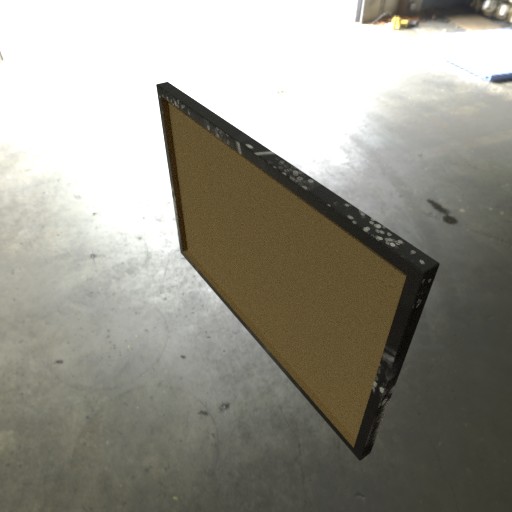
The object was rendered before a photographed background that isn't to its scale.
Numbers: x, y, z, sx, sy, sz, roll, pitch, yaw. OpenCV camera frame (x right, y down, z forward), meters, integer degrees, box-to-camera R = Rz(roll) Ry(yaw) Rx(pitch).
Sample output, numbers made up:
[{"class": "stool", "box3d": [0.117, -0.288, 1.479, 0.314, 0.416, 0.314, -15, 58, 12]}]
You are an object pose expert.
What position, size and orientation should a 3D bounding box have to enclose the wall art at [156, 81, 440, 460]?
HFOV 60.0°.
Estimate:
[{"class": "wall art", "box3d": [0.000, 0.000, 1.134, 0.038, 0.609, 0.914, -24, 47, -25]}]
